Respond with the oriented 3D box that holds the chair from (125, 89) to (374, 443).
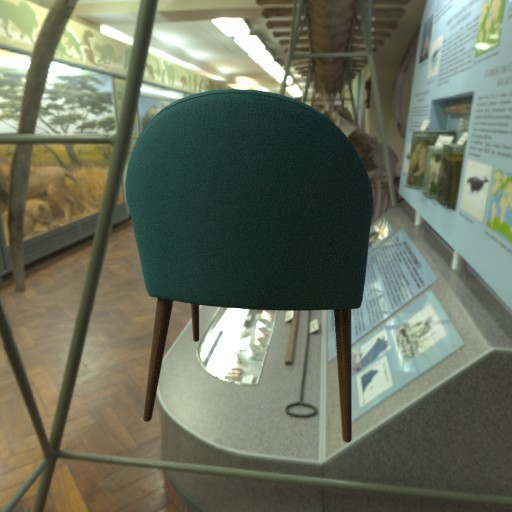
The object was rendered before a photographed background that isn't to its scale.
[{"bbox_3d":[0.000,0.000,1.349,0.656,0.907,0.652,3,16,9],"label":"chair"}]
